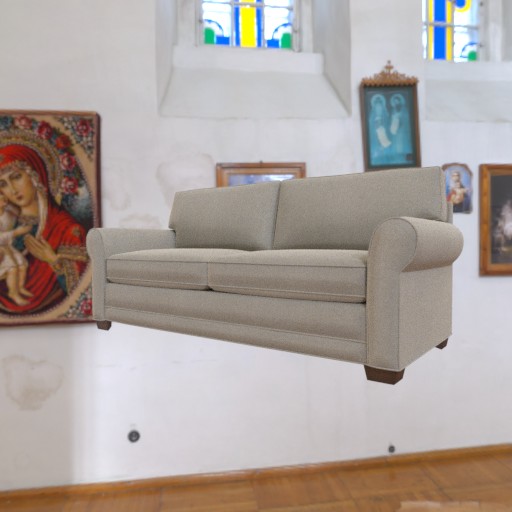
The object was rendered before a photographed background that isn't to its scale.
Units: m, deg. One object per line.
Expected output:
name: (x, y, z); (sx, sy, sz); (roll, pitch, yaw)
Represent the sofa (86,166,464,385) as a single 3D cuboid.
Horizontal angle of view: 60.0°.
sofa: (0.000, 0.000, 2.627); (2.146, 0.962, 0.901); (1, 2, 36)
